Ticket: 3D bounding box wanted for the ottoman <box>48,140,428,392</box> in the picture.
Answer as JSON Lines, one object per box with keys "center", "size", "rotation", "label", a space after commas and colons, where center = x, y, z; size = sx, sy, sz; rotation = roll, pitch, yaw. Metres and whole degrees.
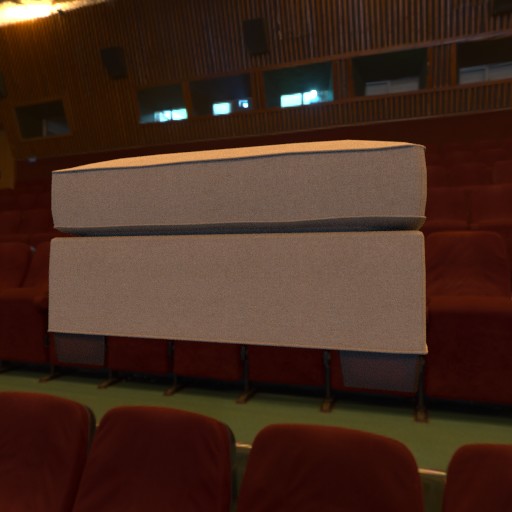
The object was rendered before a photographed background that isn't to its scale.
{"center": [0.000, 0.000, 1.200], "size": [0.846, 0.503, 0.617], "rotation": [0, -1, 18], "label": "ottoman"}
